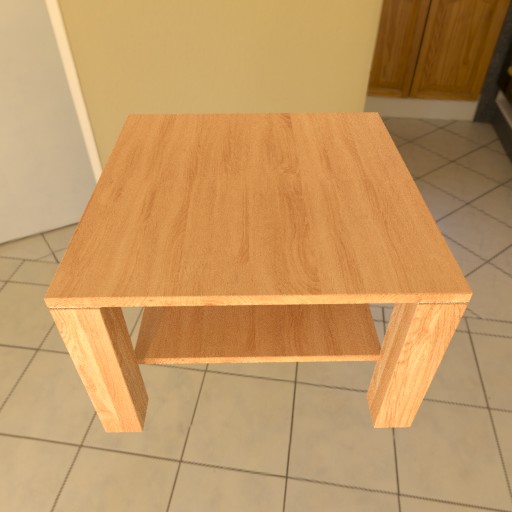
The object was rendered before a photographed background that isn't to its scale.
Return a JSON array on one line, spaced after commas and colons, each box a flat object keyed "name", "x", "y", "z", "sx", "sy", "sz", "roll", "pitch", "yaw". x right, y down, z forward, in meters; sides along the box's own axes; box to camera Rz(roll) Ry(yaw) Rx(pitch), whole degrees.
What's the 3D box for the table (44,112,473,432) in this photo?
[{"name": "table", "x": 0.000, "y": 0.000, "z": 1.131, "sx": 0.700, "sy": 0.450, "sz": 0.700, "roll": -1, "pitch": 42, "yaw": -1}]
